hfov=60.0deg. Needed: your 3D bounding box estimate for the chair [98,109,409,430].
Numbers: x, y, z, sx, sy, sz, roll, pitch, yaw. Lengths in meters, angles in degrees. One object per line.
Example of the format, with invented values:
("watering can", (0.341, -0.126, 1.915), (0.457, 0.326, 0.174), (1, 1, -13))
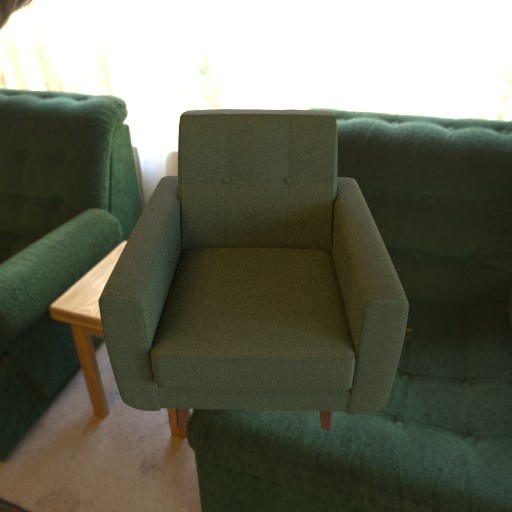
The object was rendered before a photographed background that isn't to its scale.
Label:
("chair", (0.000, 0.000, 1.577), (0.831, 0.841, 0.909), (1, 32, 1))
